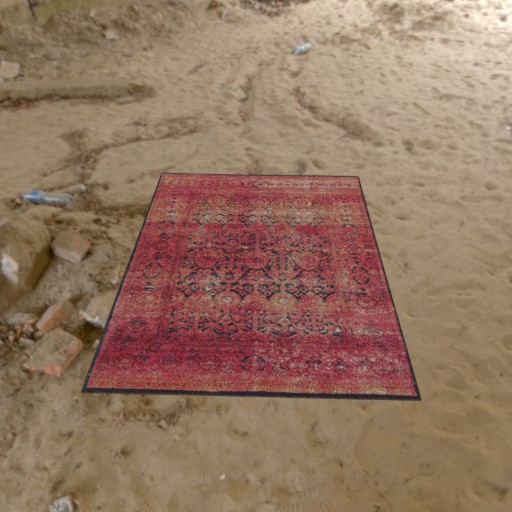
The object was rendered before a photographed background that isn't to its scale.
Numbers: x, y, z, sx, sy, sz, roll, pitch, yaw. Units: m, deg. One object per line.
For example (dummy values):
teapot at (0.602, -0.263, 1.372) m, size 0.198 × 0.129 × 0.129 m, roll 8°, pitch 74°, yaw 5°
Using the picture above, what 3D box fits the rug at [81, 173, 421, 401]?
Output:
rug at (0.000, 0.000, 4.269) m, size 2.411 × 0.020 × 3.032 m, roll 1°, pitch 41°, yaw 1°
